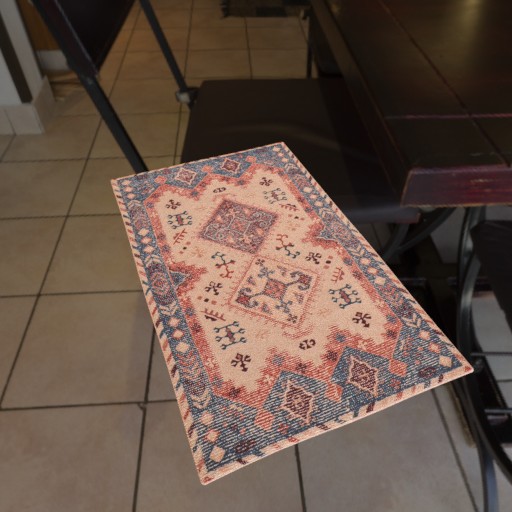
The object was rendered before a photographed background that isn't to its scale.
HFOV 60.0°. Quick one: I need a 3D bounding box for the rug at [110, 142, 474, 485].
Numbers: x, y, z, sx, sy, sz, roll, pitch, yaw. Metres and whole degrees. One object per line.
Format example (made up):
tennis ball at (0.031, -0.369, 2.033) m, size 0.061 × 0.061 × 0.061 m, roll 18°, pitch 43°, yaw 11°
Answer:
rug at (0.000, 0.000, 2.959) m, size 1.521 × 0.023 × 2.464 m, roll -16°, pitch 48°, yaw -15°
